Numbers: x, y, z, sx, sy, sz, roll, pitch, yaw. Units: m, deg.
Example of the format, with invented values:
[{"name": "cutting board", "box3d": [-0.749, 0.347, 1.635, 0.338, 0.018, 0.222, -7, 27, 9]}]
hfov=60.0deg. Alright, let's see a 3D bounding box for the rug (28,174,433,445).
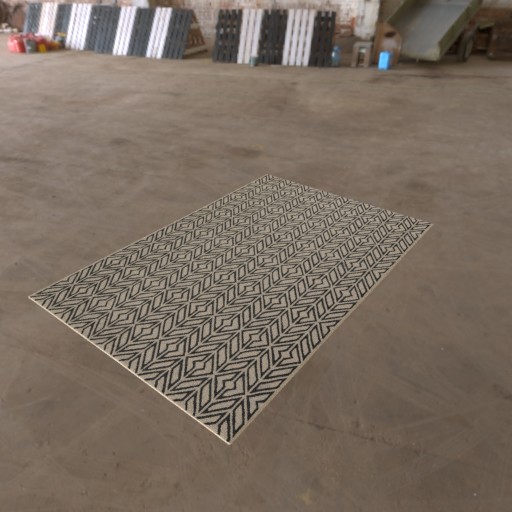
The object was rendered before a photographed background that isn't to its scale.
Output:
[{"name": "rug", "box3d": [0.000, 0.000, 2.318, 1.220, 0.007, 1.828, 23, 39, 31]}]
